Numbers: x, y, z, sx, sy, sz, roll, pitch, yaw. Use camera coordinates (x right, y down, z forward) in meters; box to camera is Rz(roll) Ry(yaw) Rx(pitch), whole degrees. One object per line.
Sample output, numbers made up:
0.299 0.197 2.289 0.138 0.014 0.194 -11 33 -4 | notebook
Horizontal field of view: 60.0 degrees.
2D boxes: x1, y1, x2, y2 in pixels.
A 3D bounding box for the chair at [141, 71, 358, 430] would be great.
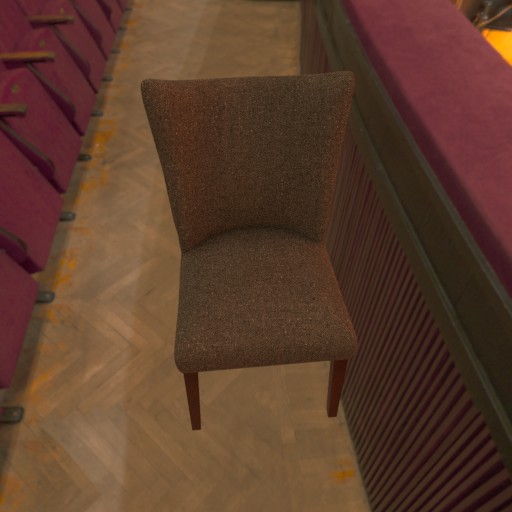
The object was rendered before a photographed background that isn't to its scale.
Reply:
0.000 0.000 1.307 0.535 0.924 0.623 -4 46 -4 | chair
